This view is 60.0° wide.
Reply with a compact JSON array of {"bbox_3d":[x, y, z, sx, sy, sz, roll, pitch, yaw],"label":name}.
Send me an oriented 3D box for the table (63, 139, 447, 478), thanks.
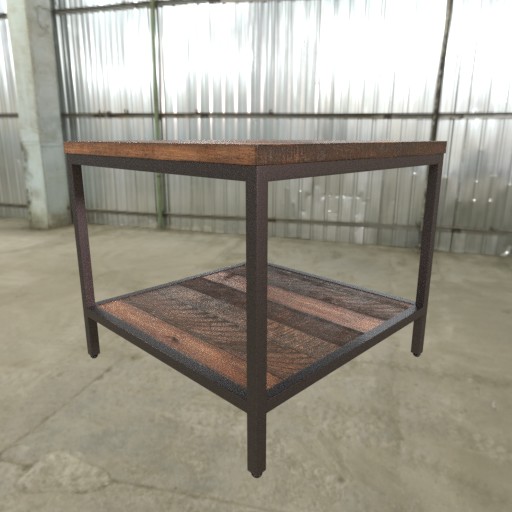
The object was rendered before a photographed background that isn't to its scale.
[{"bbox_3d":[0.000,0.000,0.959,0.548,0.482,0.553,14,21,43],"label":"table"}]
